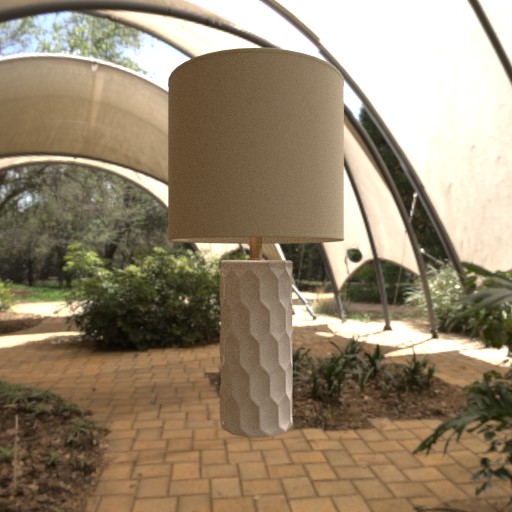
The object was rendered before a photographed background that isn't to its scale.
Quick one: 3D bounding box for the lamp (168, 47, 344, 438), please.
[{"bbox_3d":[0.000,0.000,0.708,0.277,0.537,0.277,0,0,-36],"label":"lamp"}]
